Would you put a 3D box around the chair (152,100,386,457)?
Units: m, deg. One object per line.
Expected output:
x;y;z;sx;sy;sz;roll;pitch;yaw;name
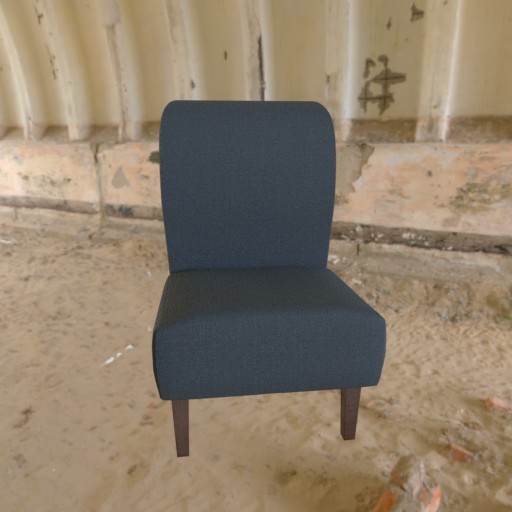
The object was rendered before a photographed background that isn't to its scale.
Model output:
0.000;0.000;1.163;0.513;0.804;0.592;-2;16;-8;chair
